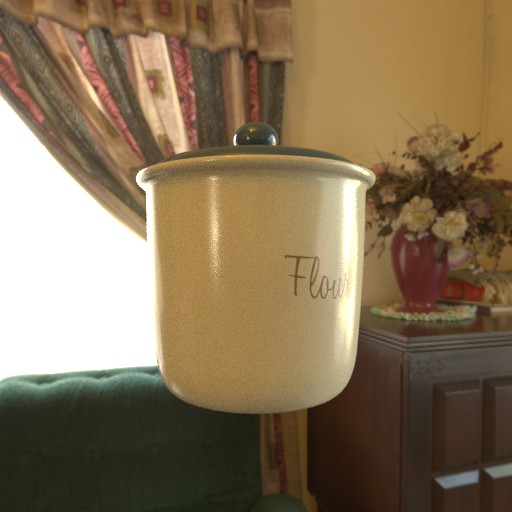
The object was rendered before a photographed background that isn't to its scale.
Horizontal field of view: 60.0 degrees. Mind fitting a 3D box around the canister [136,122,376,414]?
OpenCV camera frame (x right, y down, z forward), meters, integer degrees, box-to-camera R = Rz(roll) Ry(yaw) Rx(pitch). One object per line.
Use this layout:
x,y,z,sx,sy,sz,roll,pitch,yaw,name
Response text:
0.000,0.000,0.349,0.182,0.208,0.182,0,0,0,canister
